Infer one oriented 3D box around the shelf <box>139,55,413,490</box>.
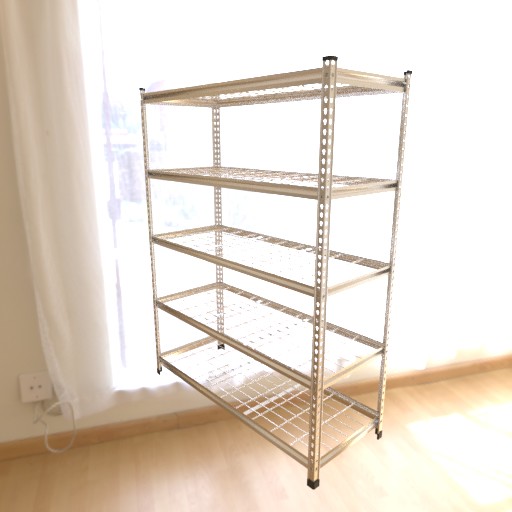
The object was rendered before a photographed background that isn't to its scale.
[{"bbox_3d":[0.000,0.000,2.672,0.610,1.981,1.524,-13,20,-40],"label":"shelf"}]
